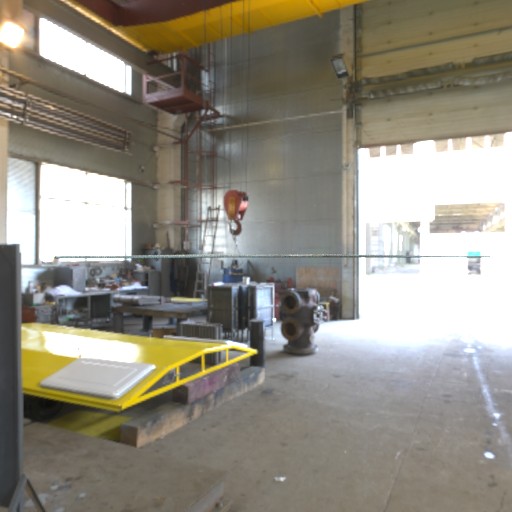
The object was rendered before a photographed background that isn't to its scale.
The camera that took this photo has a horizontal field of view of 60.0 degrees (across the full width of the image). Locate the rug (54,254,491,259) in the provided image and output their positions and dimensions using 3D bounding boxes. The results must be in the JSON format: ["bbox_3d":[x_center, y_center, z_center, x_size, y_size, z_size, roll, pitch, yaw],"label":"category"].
[{"bbox_3d":[0.000,0.000,2.898,2.260,0.026,1.611,0,0,-18],"label":"rug"}]
